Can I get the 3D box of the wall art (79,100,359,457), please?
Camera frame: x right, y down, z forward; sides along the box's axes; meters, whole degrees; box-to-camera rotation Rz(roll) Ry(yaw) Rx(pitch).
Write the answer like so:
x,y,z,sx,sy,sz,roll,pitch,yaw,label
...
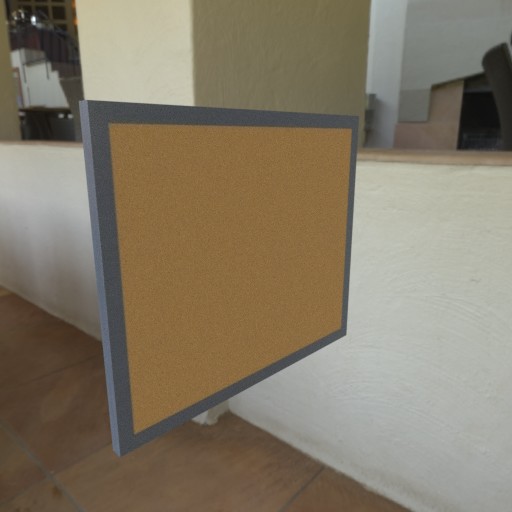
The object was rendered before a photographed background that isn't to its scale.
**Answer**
x,y,z,sx,sy,sz,roll,pitch,yaw,label
0.000,0.000,0.893,0.026,0.558,0.660,14,21,43,wall art
